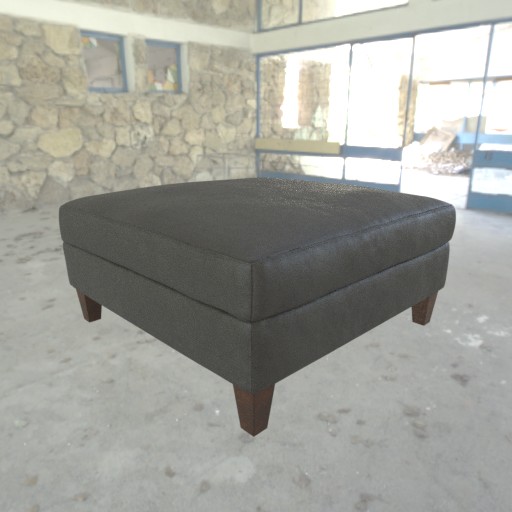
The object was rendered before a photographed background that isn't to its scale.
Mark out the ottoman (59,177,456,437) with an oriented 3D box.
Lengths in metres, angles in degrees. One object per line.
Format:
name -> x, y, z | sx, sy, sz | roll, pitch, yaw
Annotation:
ottoman -> 0.000, 0.000, 1.305 | 0.836, 0.415, 0.844 | -15, 22, -42
